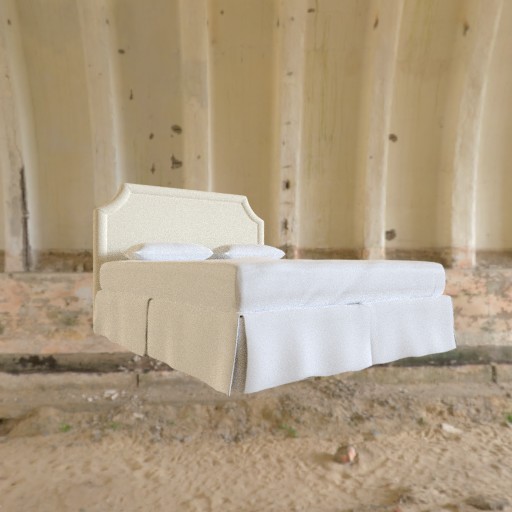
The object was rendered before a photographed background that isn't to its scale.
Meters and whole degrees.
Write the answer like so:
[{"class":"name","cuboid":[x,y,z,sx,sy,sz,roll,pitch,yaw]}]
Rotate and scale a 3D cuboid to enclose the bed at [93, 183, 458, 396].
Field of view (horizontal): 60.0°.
[{"class":"bed","cuboid":[0.000,0.000,4.182,2.350,1.590,2.773,0,-1,-37]}]
